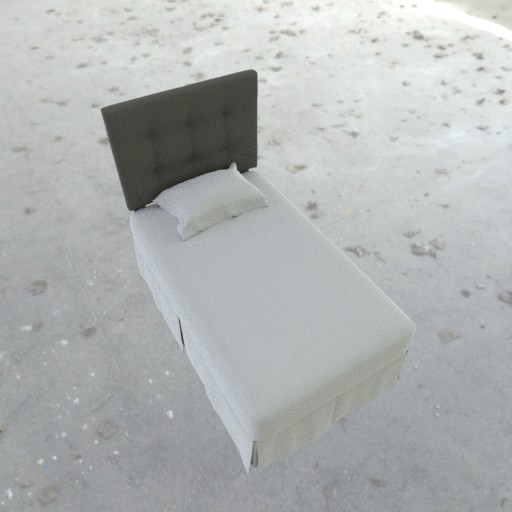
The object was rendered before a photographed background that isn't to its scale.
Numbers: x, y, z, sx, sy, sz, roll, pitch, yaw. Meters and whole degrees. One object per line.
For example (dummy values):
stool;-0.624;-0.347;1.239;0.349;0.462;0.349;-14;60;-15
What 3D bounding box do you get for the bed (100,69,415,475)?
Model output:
bed;0.000;0.000;2.986;1.261;1.571;1.997;-24;51;-21
